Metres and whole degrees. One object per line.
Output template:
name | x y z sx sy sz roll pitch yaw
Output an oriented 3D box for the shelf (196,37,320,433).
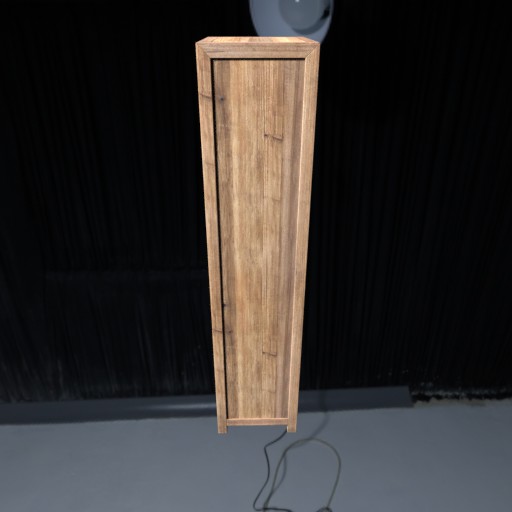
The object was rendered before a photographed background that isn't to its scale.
shelf | 0.000 0.000 2.163 0.428 1.900 0.500 0 28 -1
